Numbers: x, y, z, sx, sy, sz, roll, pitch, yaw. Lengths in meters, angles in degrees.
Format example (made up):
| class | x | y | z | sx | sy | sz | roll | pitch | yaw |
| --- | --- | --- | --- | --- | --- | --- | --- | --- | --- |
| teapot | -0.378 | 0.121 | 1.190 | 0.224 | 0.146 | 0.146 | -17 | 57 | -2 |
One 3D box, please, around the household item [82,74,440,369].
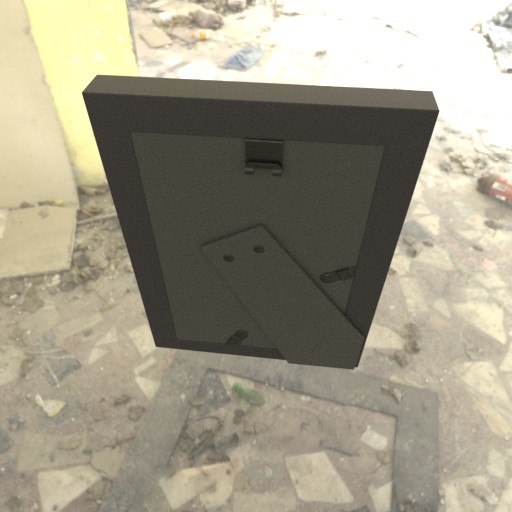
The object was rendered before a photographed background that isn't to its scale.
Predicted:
| class | x | y | z | sx | sy | sz | roll | pitch | yaw |
| --- | --- | --- | --- | --- | --- | --- | --- | --- | --- |
| household item | 0.000 | 0.000 | 0.231 | 0.133 | 0.178 | 0.022 | 5 | 46 | 5 |
